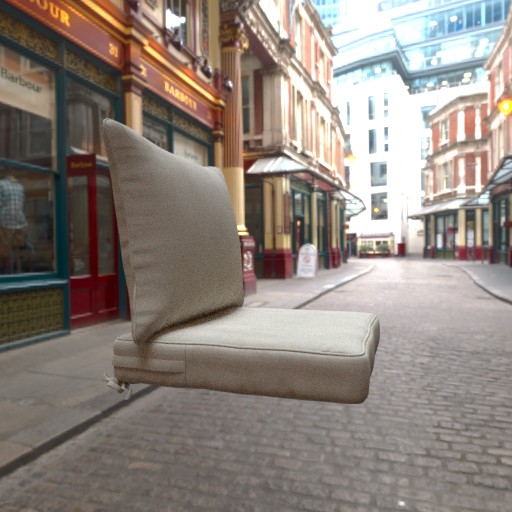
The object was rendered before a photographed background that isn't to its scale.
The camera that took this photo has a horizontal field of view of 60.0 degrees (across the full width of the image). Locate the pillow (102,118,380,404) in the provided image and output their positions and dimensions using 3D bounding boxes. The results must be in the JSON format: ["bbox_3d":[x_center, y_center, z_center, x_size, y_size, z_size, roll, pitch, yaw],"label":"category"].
[{"bbox_3d":[0.000,0.000,1.397,0.733,0.716,0.798,0,1,18],"label":"pillow"}]
